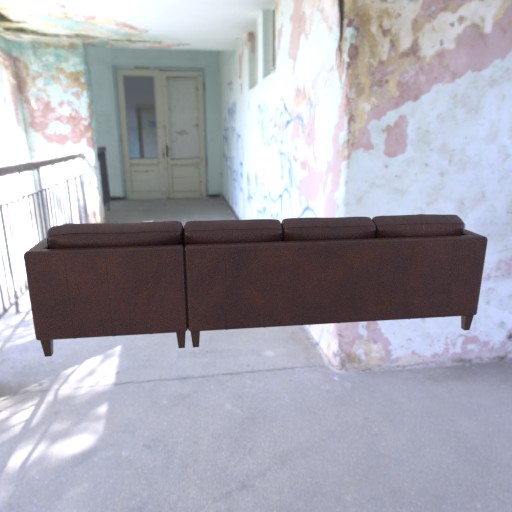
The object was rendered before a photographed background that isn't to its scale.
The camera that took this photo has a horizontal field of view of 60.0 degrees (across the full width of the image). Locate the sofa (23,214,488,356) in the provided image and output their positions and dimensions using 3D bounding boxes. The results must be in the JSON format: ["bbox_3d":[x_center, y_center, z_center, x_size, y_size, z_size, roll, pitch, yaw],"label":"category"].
[{"bbox_3d":[0.000,0.000,3.839,3.203,0.883,1.581,-2,16,-7],"label":"sofa"}]
